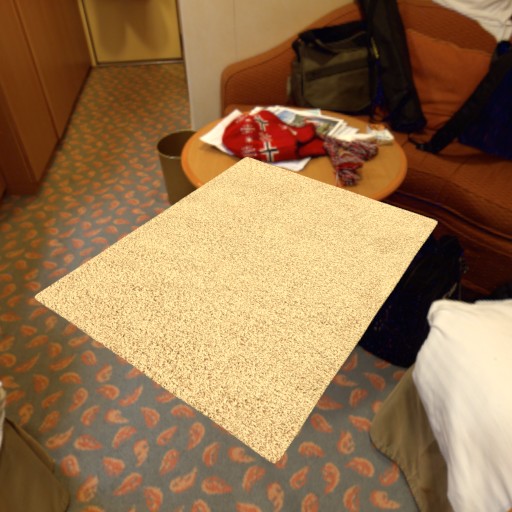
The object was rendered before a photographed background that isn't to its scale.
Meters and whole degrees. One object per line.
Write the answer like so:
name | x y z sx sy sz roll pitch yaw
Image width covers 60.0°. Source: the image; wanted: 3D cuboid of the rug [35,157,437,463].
rug | 0.000 0.000 4.143 2.438 0.029 3.047 24 46 26
